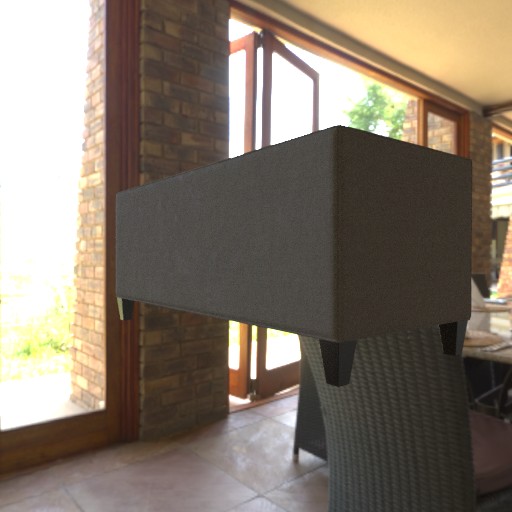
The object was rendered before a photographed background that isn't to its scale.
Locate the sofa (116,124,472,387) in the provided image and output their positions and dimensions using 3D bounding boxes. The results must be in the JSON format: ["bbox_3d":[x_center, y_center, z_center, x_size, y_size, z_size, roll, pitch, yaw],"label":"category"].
[{"bbox_3d":[0.000,0.000,2.191,0.775,0.762,1.778,0,0,-38],"label":"sofa"}]
